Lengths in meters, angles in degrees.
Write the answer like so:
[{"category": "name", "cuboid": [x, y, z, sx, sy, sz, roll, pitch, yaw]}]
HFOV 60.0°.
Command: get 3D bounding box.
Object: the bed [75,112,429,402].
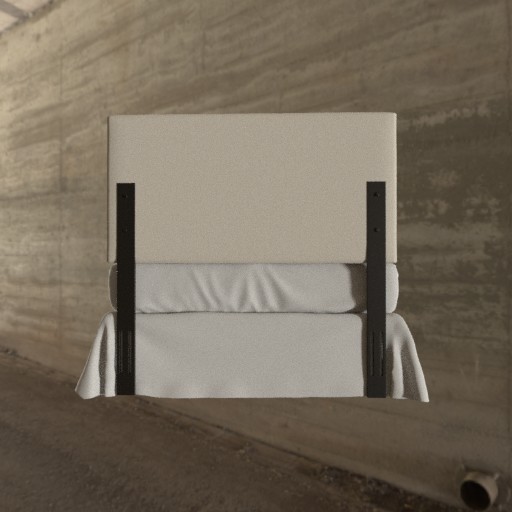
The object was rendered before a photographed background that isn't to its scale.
[{"category": "bed", "cuboid": [0.000, 0.000, 3.478, 1.936, 1.577, 2.222, 0, 0, 2]}]
